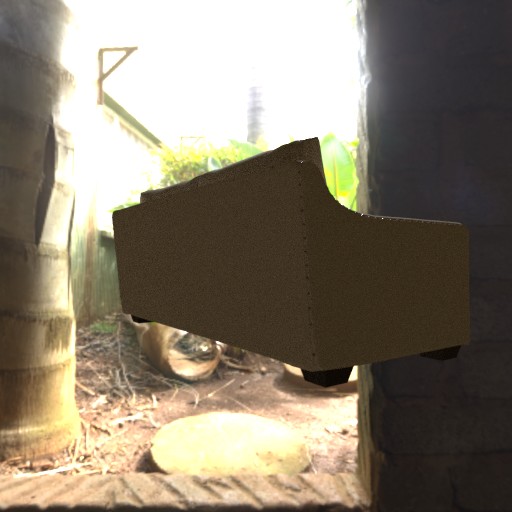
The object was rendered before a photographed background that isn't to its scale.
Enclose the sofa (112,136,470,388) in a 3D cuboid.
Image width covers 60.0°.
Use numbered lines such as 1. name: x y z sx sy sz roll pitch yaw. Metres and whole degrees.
1. sofa: 0.000 0.000 2.303 0.949 0.830 1.812 0 0 -35
